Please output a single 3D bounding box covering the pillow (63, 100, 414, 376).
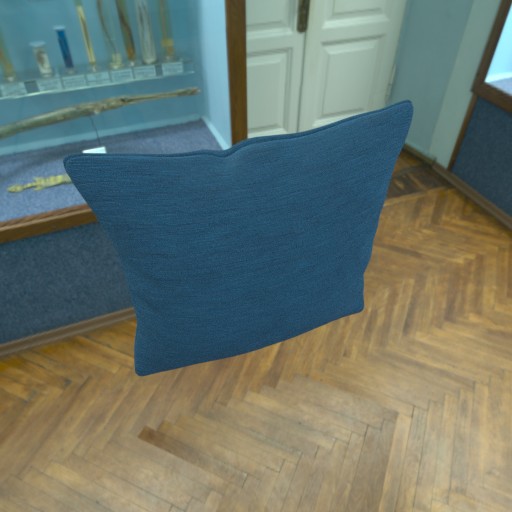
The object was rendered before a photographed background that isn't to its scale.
[{"bbox_3d":[0.000,0.000,0.663,0.437,0.420,0.177,-14,45,-14],"label":"pillow"}]
